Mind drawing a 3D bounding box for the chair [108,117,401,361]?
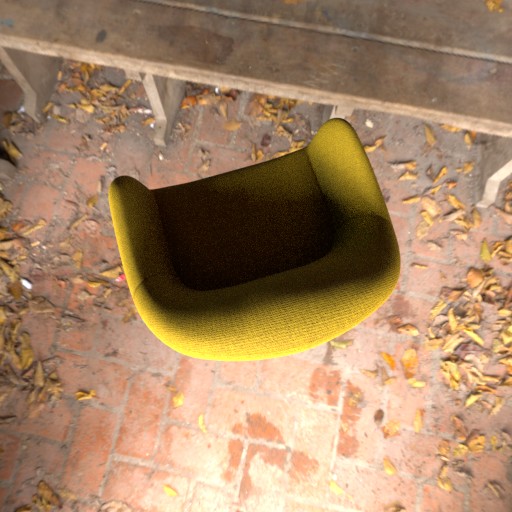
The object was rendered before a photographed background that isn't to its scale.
[{"bbox_3d":[0.000,0.000,1.174,0.590,0.795,0.550,-16,76,-4],"label":"chair"}]
